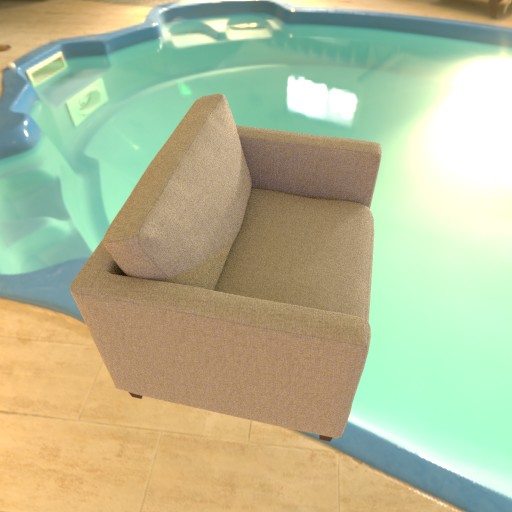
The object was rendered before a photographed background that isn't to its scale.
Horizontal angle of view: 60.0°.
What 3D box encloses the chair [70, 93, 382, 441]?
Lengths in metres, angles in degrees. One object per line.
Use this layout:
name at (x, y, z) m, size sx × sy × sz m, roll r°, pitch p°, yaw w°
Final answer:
chair at (0.000, 0.000, 1.845) m, size 0.959 × 0.961 × 1.107 m, roll 9°, pitch 46°, yaw 9°
